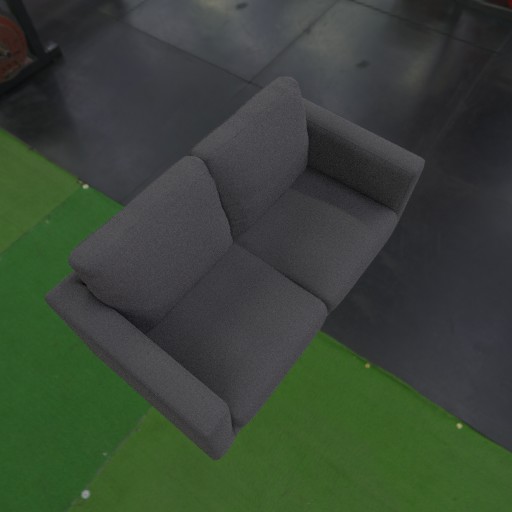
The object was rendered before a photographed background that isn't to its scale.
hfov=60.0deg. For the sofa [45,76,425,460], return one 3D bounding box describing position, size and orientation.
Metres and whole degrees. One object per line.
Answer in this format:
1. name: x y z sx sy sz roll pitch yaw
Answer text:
1. sofa: 0.000 0.000 1.914 0.796 0.908 1.430 34 65 19
